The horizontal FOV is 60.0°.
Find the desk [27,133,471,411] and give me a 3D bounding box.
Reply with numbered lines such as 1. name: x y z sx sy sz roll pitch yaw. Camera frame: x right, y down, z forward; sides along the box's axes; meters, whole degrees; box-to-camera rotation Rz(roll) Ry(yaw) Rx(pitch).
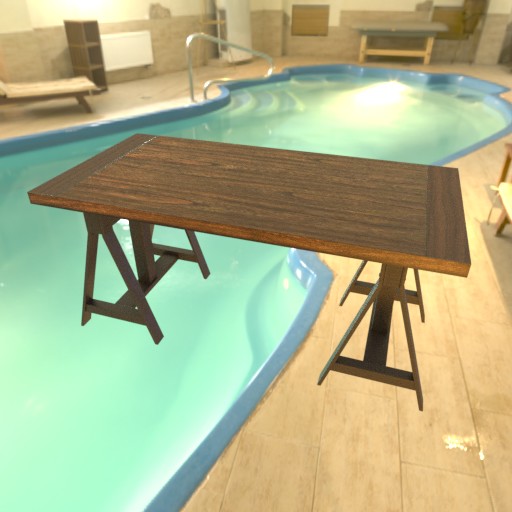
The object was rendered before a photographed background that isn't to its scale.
1. desk: 0.000 0.000 1.943 1.543 0.725 0.784 10 34 16
